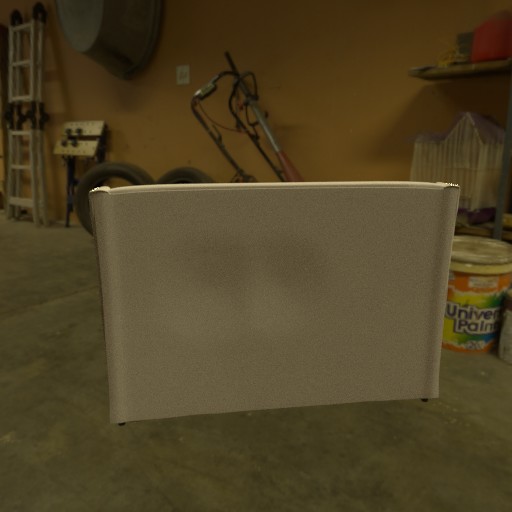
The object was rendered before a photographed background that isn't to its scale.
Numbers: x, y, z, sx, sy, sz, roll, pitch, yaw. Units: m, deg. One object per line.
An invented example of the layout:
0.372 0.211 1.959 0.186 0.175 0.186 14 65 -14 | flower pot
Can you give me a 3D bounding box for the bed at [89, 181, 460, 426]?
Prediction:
0.000 0.000 3.461 1.925 1.332 2.276 -2 15 -7 | bed
